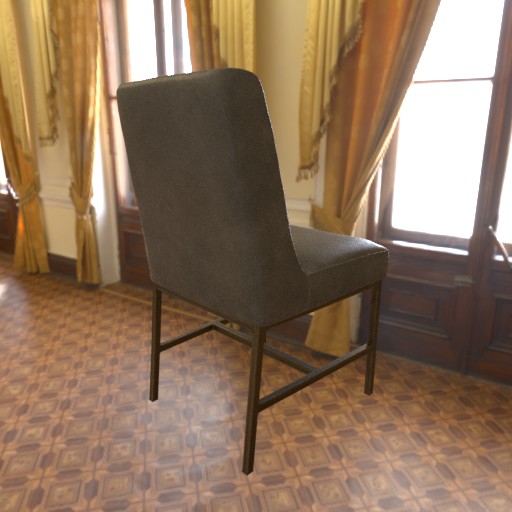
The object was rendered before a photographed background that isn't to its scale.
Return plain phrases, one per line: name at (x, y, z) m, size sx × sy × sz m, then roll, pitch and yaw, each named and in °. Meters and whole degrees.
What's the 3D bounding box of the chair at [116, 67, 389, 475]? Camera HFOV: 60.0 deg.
chair at (0.000, 0.000, 1.228) m, size 0.587 × 0.889 × 0.508 m, roll -15°, pitch 22°, yaw -42°
